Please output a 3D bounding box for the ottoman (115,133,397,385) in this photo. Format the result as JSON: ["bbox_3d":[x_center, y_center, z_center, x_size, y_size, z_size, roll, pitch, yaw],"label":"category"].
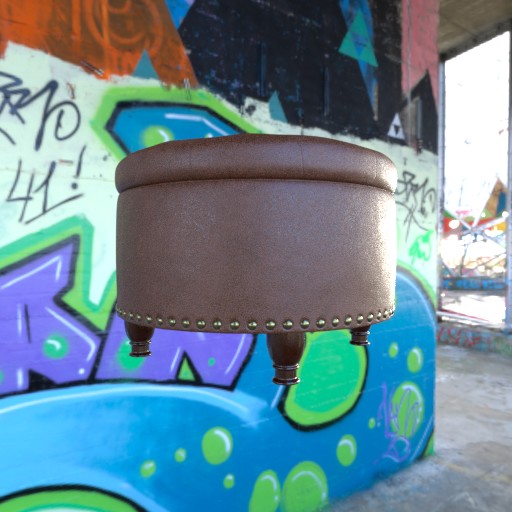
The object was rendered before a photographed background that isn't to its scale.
[{"bbox_3d":[0.000,0.000,1.051,0.637,0.442,0.637,0,1,0],"label":"ottoman"}]
